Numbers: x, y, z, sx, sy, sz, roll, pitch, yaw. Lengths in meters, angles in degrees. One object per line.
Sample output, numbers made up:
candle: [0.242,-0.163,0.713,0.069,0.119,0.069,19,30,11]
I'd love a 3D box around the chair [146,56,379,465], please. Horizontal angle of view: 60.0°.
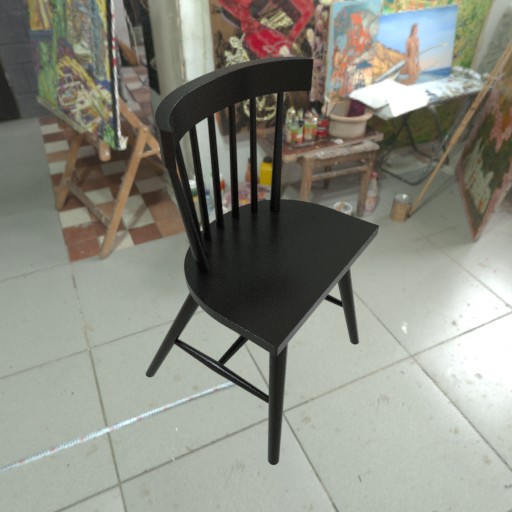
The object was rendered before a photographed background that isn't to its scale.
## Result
chair: [0.000,0.000,1.127,0.483,0.844,0.506,25,47,26]
